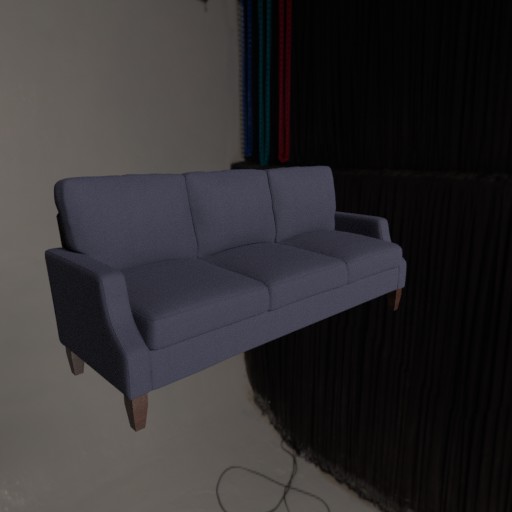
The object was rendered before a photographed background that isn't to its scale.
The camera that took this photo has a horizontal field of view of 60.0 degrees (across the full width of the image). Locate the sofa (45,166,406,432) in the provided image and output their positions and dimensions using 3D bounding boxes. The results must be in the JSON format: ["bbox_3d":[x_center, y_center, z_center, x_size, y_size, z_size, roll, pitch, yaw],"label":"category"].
[{"bbox_3d":[0.000,0.000,2.625,2.115,0.984,0.888,-13,19,-42],"label":"sofa"}]
